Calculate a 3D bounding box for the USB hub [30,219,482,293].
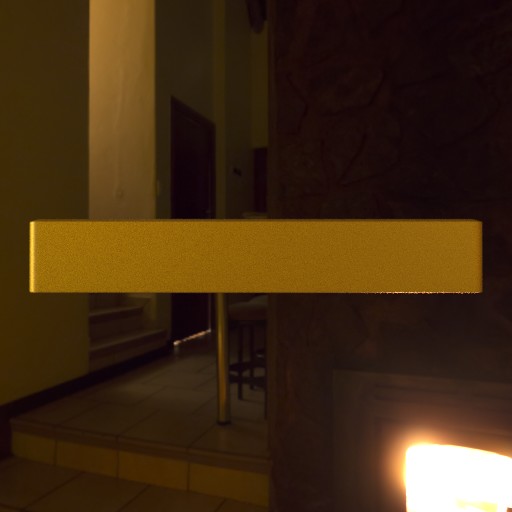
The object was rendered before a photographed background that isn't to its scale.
[{"bbox_3d":[0.000,0.000,0.160,0.145,0.023,0.044,0,0,0],"label":"USB hub"}]
